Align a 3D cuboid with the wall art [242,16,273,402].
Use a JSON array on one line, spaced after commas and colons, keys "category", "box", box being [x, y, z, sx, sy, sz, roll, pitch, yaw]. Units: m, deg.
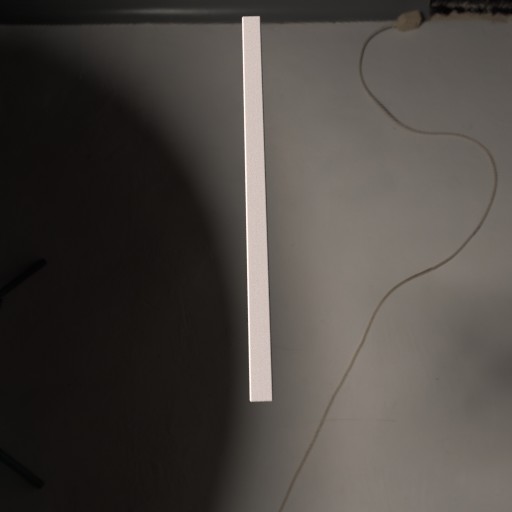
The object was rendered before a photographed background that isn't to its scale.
[{"category": "wall art", "box": [0.000, 0.000, 1.577, 0.046, 1.221, 0.914, -1, 75, 0]}]
